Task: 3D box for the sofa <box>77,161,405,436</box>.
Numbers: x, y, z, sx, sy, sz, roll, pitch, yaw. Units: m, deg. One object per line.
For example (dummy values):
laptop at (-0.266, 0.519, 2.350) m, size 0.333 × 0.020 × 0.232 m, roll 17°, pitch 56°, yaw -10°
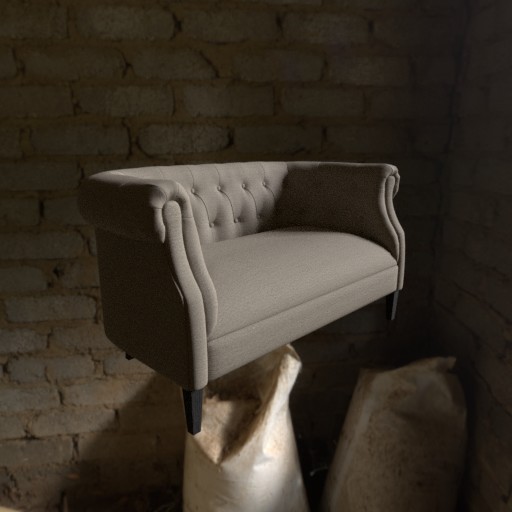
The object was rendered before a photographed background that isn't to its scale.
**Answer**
sofa at (0.000, 0.000, 2.084) m, size 0.835 × 0.827 × 1.558 m, roll 14°, pitch 20°, yaw 42°
